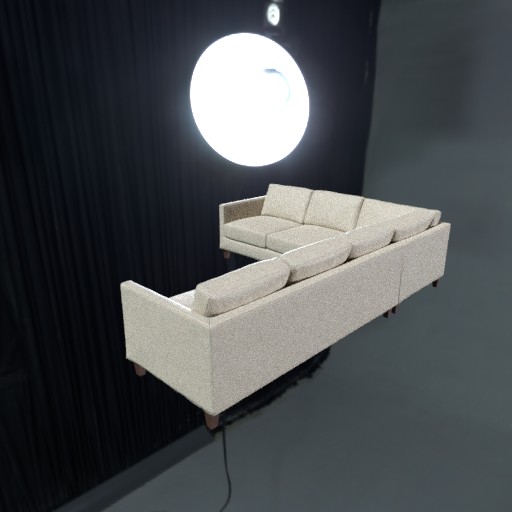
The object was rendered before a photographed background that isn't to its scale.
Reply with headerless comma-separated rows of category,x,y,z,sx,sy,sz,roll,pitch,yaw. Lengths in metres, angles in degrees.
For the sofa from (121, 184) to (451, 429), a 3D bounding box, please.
sofa,0.000,0.000,4.263,2.432,0.863,3.182,17,25,42
